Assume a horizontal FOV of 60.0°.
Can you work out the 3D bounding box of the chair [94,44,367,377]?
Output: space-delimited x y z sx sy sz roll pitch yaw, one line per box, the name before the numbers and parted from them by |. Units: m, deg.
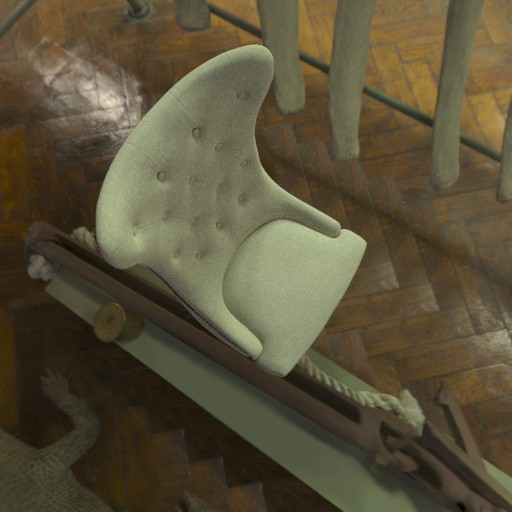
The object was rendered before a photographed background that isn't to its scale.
chair | 0.000 0.000 1.379 0.590 1.065 0.584 32 76 9
